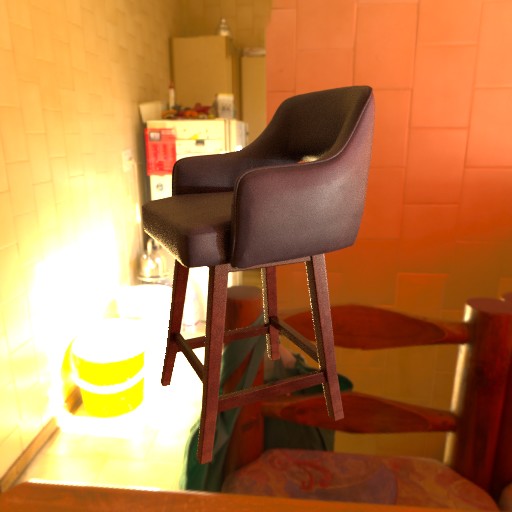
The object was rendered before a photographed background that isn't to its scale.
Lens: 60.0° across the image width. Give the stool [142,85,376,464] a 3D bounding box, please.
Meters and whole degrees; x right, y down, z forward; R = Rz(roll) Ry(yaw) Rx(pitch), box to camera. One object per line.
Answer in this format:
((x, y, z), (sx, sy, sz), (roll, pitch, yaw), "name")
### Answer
((0.000, 0.000, 1.286), (0.560, 0.936, 0.550), (-7, 17, -25), "stool")
